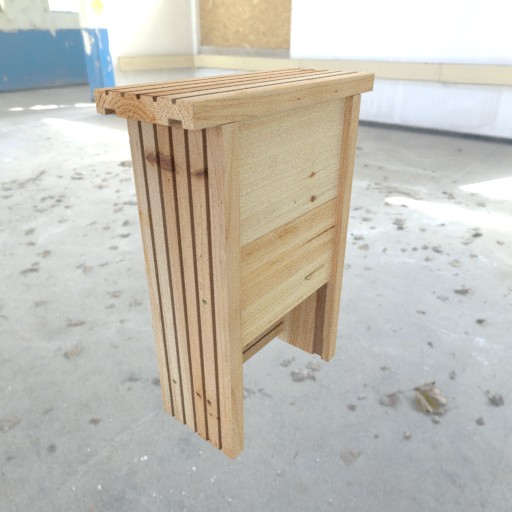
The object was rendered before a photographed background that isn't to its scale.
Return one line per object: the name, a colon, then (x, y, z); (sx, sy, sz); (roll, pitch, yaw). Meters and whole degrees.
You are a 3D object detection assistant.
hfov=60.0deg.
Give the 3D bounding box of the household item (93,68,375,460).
household item: (0.000, 0.000, 0.548); (0.123, 0.407, 0.301); (20, 33, 34)
